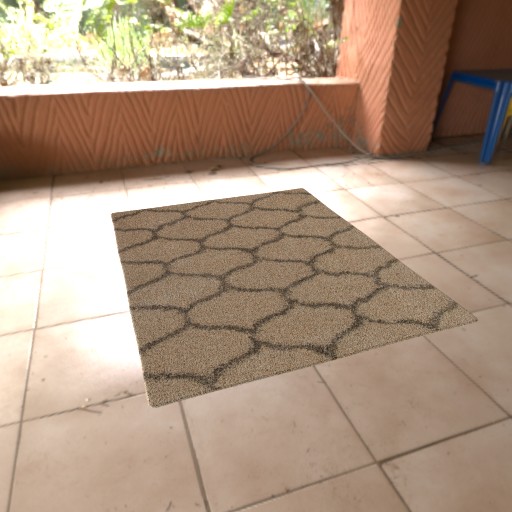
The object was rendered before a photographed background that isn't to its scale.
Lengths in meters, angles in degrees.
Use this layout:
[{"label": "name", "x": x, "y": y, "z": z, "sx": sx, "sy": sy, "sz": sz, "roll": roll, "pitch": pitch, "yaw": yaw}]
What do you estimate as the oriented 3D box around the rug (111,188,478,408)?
[{"label": "rug", "x": 0.000, "y": 0.000, "z": 4.122, "sx": 2.399, "sy": 0.026, "sz": 3.000, "roll": -10, "pitch": 30, "yaw": -18}]
